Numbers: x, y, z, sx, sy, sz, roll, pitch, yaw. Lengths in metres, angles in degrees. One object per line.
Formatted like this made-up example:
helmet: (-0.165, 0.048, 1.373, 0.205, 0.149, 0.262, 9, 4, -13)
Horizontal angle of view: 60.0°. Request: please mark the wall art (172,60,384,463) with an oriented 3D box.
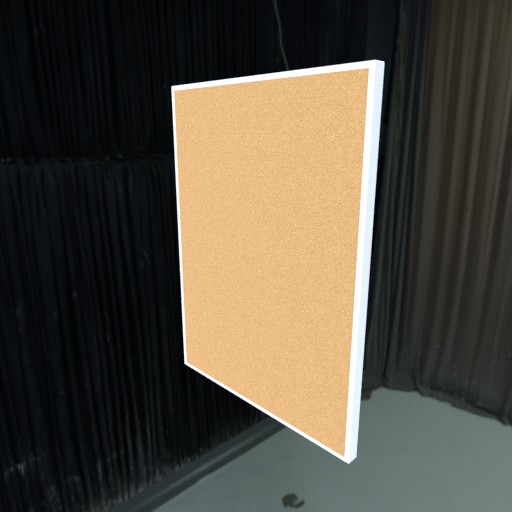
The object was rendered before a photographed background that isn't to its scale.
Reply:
wall art: (0.000, 0.000, 1.615, 0.046, 1.221, 0.914, -15, 21, -42)
